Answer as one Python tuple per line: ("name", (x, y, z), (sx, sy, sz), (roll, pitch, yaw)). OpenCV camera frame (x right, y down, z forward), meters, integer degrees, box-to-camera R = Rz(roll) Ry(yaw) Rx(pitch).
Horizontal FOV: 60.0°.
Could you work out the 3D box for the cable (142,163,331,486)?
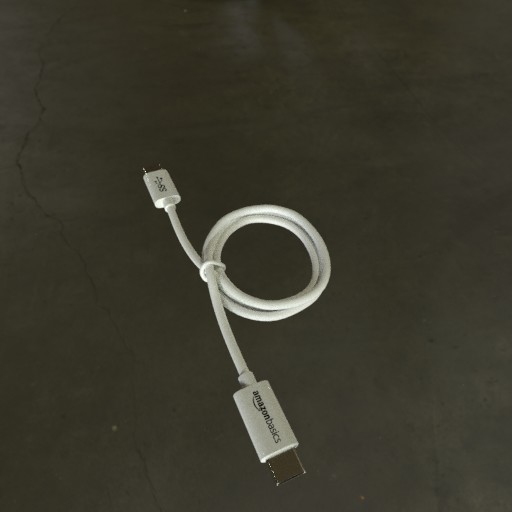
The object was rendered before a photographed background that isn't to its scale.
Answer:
("cable", (0.000, 0.000, 0.209), (0.070, 0.014, 0.186), (-18, 50, -16))
